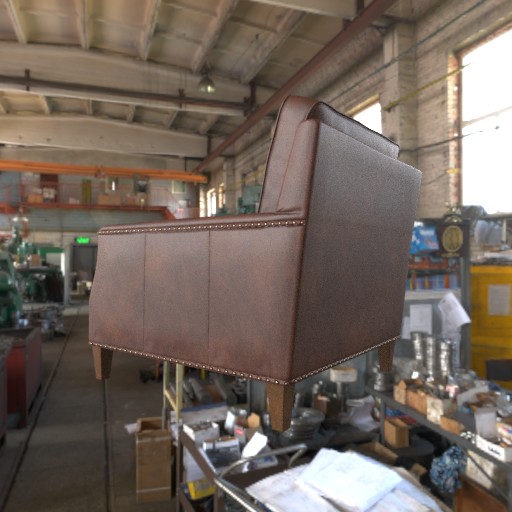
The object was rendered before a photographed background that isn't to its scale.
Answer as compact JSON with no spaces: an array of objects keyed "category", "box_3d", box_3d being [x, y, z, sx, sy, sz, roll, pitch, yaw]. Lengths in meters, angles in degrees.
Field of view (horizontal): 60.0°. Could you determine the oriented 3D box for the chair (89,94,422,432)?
[{"category":"chair","box_3d":[0.000,0.000,1.720,1.014,0.929,0.853,0,0,37]}]
